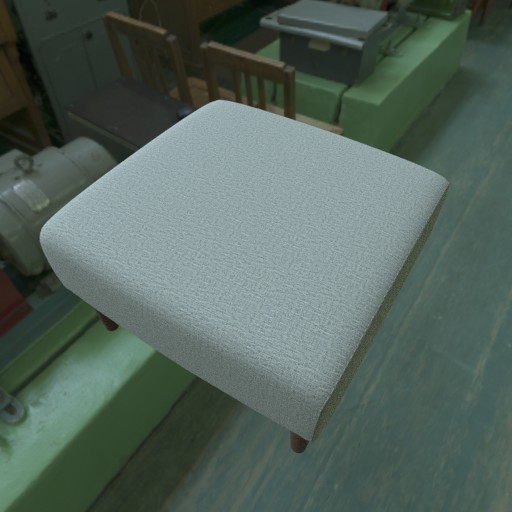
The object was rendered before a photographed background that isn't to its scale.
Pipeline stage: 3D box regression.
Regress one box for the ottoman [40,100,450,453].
[{"bbox_3d":[0.000,0.000,1.045,0.650,0.398,0.649,26,53,21],"label":"ottoman"}]
